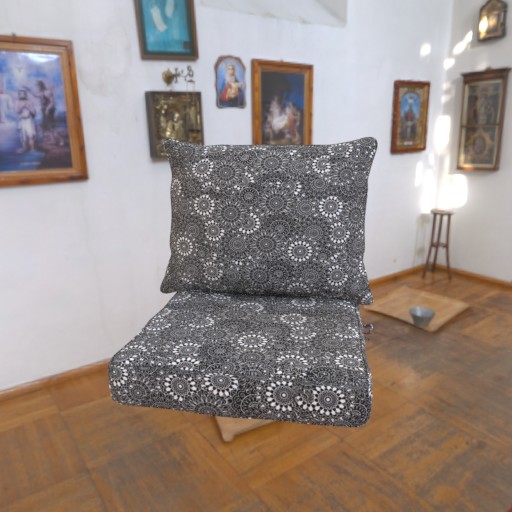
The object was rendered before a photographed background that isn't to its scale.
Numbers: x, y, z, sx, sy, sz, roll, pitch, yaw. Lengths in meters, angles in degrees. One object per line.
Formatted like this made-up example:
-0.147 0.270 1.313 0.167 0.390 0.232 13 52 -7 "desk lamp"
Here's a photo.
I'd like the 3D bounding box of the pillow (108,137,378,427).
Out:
0.000 0.000 1.389 0.798 0.722 0.740 2 15 9 "pillow"
